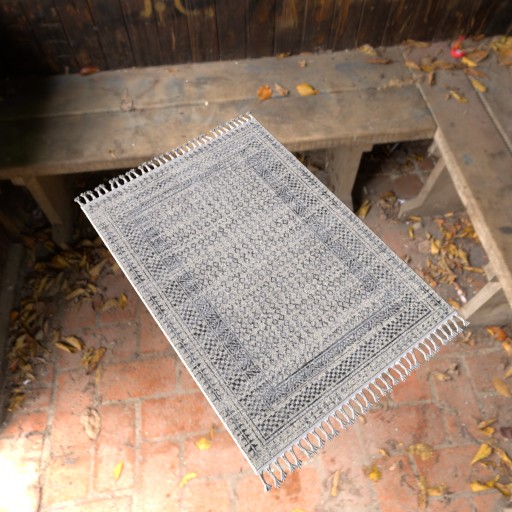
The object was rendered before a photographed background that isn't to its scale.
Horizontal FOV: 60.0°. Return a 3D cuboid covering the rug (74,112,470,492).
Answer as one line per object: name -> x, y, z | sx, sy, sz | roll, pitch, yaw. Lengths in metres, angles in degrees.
rug -> 0.000, 0.000, 2.342 | 1.243, 0.013, 1.872 | -32, 64, -18
